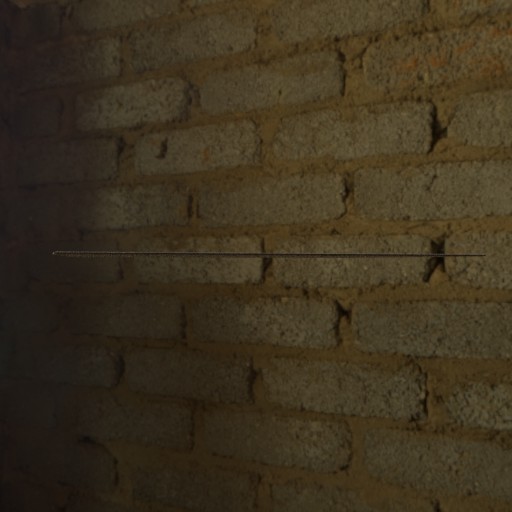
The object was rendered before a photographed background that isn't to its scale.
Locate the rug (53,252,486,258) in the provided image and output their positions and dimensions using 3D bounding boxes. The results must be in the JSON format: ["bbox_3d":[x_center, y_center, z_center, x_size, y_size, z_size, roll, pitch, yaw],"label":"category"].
[{"bbox_3d":[0.000,0.000,2.335,1.839,0.009,1.236,0,-1,-19],"label":"rug"}]
